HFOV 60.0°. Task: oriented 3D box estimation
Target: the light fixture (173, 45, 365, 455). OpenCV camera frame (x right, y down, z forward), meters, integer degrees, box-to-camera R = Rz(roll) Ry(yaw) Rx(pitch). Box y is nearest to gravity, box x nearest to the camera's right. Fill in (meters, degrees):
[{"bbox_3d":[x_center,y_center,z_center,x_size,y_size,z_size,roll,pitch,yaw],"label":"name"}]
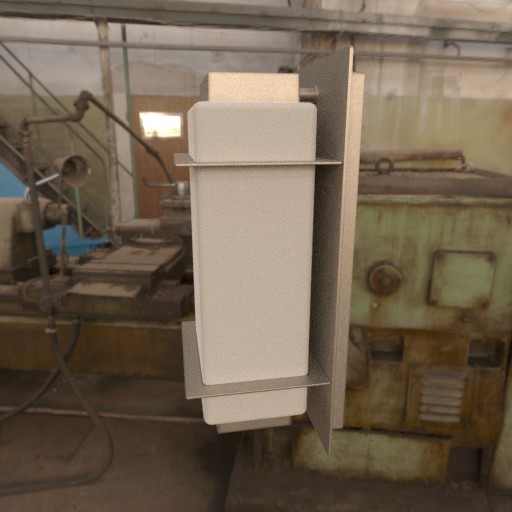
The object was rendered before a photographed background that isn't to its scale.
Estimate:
[{"bbox_3d":[0.000,0.000,0.464,0.160,0.380,0.168,-3,16,-10],"label":"light fixture"}]
